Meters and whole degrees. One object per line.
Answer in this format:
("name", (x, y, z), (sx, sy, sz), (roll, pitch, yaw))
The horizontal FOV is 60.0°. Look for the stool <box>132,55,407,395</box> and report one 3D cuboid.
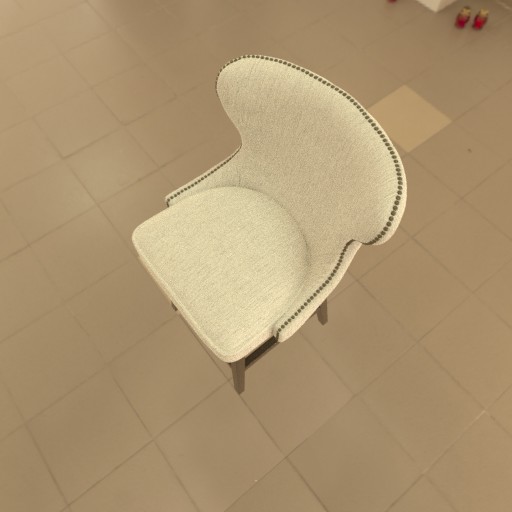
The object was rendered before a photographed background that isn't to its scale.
("stool", (0.000, 0.000, 1.391), (0.597, 0.972, 0.615), (-36, 68, -16))
